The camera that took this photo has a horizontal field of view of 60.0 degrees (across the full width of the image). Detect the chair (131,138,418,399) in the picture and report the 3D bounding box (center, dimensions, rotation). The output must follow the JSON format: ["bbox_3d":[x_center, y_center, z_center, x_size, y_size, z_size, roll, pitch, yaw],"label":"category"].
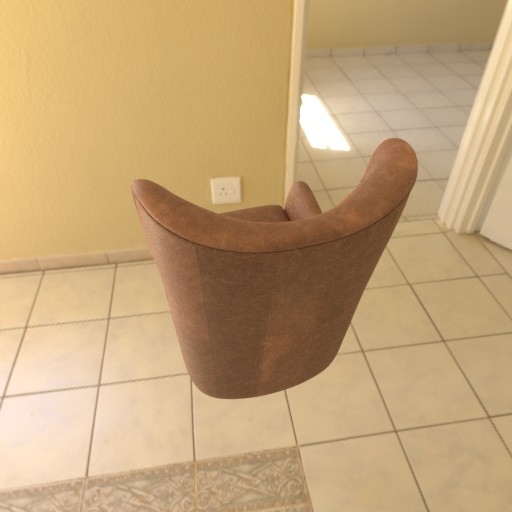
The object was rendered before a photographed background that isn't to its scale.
[{"bbox_3d":[0.000,0.000,1.754,0.831,1.079,0.930,-12,42,-14],"label":"chair"}]
